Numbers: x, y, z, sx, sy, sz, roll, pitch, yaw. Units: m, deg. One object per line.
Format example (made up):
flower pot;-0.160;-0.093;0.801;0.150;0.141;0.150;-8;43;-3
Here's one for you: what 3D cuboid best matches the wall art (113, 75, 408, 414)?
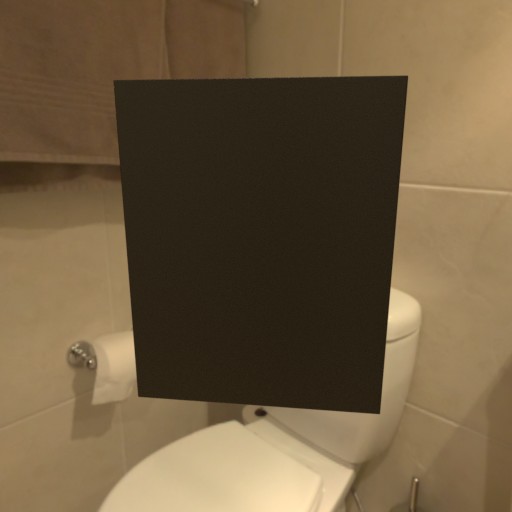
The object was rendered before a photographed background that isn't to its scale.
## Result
wall art;0.000;0.000;1.597;0.950;1.194;0.053;2;15;7
